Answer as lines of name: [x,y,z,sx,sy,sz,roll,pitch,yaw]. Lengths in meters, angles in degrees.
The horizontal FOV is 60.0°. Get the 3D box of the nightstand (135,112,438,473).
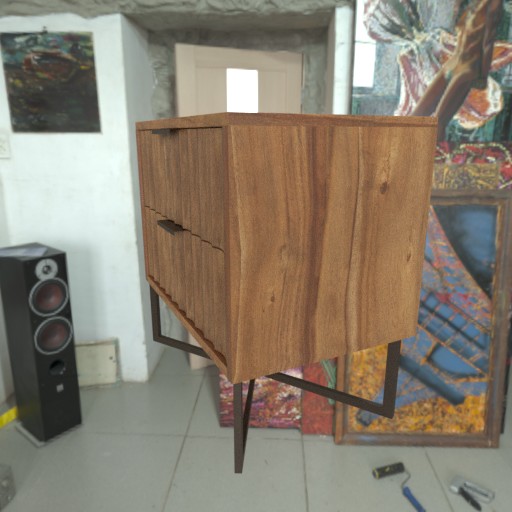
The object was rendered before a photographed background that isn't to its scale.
nightstand: [0.000,0.000,1.048,0.427,0.615,0.613,-8,17,-26]
